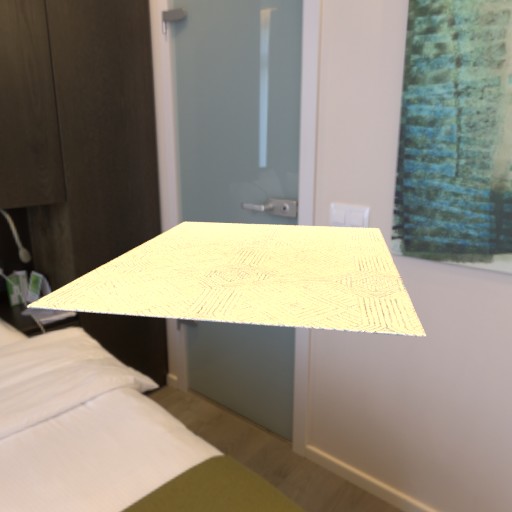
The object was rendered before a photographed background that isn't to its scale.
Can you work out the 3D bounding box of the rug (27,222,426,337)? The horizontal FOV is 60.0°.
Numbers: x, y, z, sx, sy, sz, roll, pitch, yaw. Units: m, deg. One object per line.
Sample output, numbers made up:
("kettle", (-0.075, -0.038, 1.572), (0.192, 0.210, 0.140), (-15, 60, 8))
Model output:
("rug", (0.000, 0.000, 4.088), (2.457, 0.015, 3.049), (3, 15, 10))
